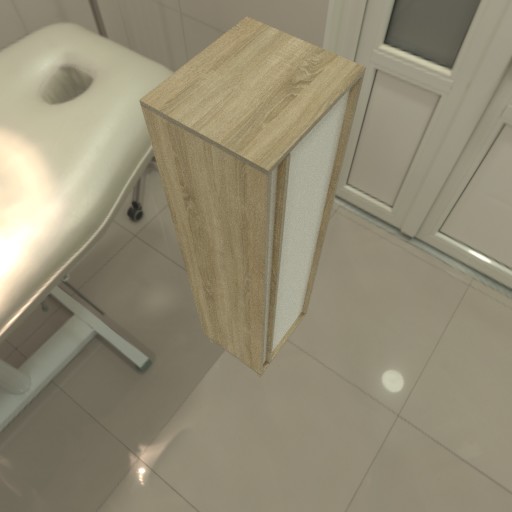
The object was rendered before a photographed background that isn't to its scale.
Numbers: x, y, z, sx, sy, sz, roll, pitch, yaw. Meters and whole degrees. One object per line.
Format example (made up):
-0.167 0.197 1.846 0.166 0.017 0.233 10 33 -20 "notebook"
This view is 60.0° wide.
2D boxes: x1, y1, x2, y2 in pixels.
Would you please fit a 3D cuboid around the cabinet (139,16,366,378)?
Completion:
0.000 0.000 2.137 0.450 1.960 0.510 32 64 18 "cabinet"
